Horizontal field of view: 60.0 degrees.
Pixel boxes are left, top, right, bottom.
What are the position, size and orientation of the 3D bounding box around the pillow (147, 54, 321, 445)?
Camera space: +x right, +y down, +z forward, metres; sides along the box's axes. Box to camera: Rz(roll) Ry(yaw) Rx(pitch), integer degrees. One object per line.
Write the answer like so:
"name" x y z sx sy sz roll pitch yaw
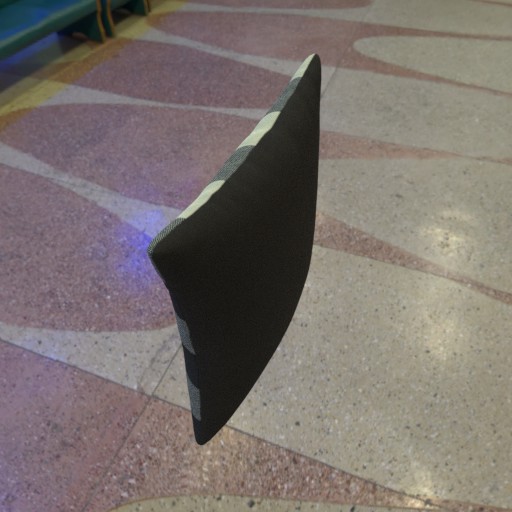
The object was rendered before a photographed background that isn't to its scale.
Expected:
"pillow" 0.000 0.000 0.775 0.161 0.509 0.511 18 49 16
